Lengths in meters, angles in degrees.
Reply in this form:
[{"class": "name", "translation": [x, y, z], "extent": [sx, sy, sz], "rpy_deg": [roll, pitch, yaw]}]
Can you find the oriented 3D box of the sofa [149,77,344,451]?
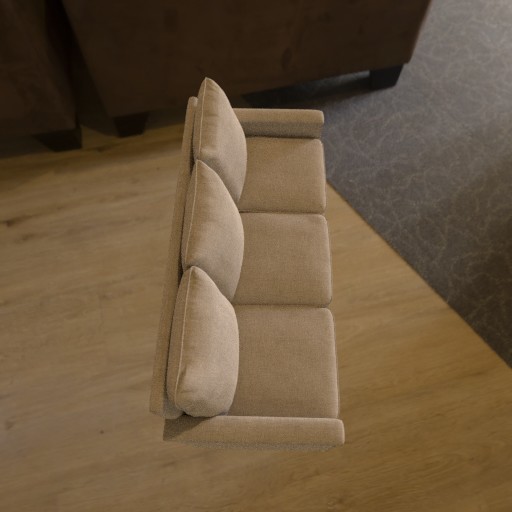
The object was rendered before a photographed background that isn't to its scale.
[{"class": "sofa", "translation": [0.000, 0.000, 2.434], "extent": [0.828, 0.959, 1.925], "rpy_deg": [1, 62, 1]}]
